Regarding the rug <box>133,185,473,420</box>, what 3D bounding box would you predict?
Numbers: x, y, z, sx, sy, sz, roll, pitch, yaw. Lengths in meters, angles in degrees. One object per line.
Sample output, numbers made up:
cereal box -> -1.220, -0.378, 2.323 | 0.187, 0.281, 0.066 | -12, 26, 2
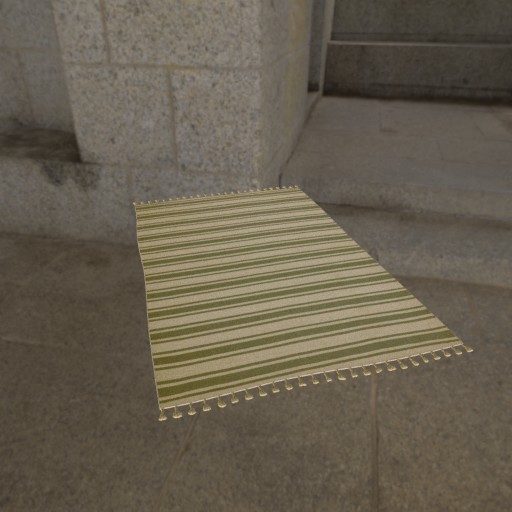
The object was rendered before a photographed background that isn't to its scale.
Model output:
rug -> 0.000, 0.000, 2.296 | 1.162, 0.013, 1.875 | -8, 30, -14
